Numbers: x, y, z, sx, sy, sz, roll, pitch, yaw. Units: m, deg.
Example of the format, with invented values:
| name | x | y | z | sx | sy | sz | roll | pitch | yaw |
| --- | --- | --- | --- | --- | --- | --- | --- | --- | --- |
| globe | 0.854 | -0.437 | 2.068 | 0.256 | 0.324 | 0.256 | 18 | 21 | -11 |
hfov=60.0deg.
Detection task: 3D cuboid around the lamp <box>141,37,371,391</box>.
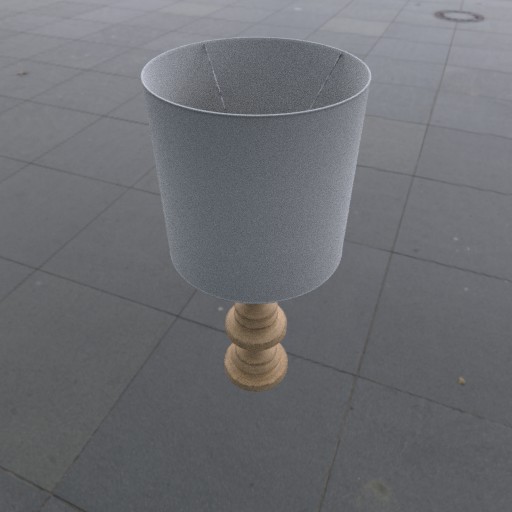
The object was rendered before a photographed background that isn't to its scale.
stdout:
| name | x | y | z | sx | sy | sz | roll | pitch | yaw |
| --- | --- | --- | --- | --- | --- | --- | --- | --- | --- |
| lamp | 0.000 | 0.000 | 0.557 | 0.208 | 0.455 | 0.208 | 27 | 48 | 27 |
